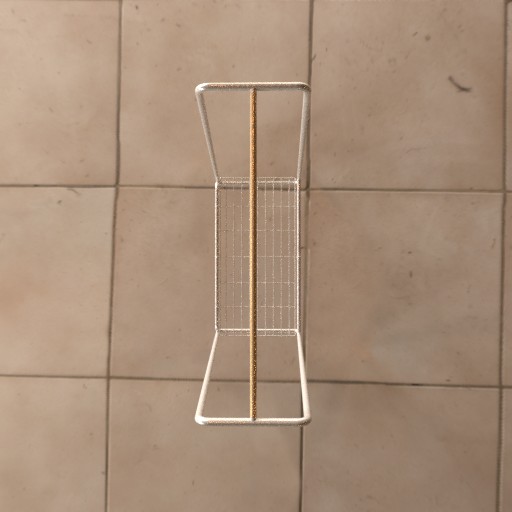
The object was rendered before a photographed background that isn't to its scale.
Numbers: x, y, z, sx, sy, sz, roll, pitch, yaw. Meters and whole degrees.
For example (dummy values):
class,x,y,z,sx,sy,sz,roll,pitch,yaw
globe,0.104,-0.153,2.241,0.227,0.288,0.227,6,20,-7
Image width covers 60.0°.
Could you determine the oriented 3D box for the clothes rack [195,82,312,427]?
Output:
class,x,y,z,sx,sy,sz,roll,pitch,yaw
clothes rack,0.000,0.000,1.901,0.495,1.500,0.900,0,90,1
